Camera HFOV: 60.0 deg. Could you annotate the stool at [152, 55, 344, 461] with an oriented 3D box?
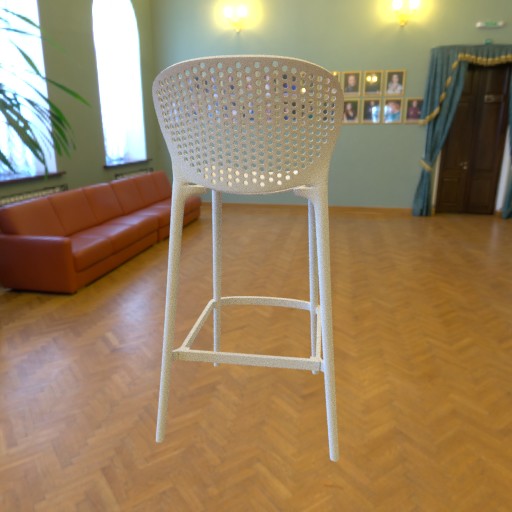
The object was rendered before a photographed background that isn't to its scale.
[{"bbox_3d":[0.000,0.000,1.345,0.536,1.045,0.535,2,16,8],"label":"stool"}]
